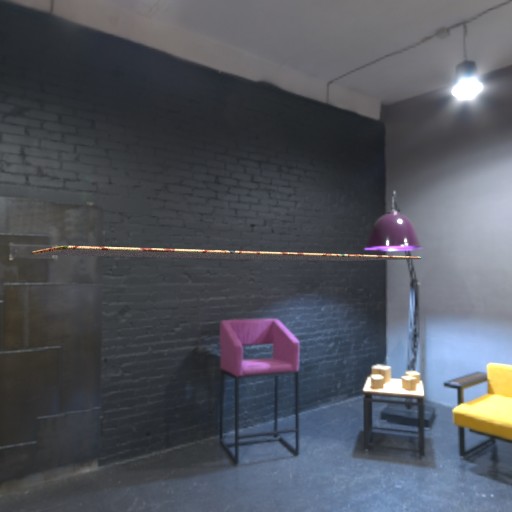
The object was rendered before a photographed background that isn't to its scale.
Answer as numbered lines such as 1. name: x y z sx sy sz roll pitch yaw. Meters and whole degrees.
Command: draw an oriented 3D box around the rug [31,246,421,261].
1. rug: 0.000 0.000 2.583 2.273 0.016 0.693 1 -2 -36
